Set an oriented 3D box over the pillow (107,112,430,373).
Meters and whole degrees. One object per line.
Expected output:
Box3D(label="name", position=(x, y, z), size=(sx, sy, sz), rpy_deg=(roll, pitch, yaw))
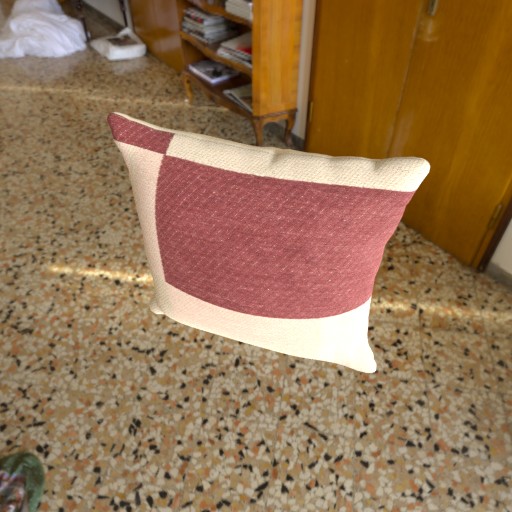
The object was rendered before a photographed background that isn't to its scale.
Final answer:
Box3D(label="pillow", position=(0.000, 0.000, 0.830), size=(0.536, 0.506, 0.229), rpy_deg=(13, 45, 14))
